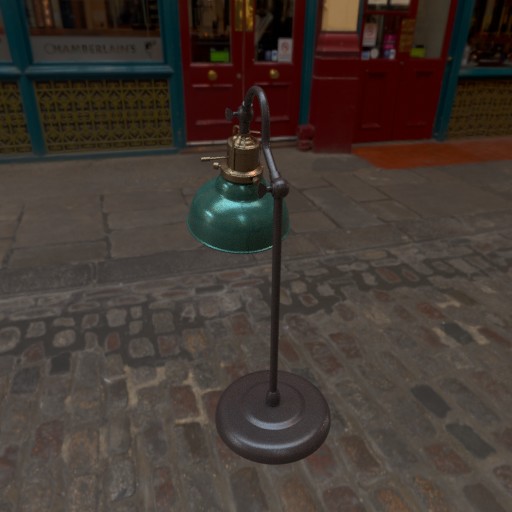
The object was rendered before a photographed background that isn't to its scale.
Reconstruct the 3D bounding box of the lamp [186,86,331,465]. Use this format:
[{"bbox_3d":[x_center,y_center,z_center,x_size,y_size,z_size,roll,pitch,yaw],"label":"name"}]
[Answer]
[{"bbox_3d":[0.000,0.000,0.705,0.192,0.508,0.374,-8,28,-16],"label":"lamp"}]
